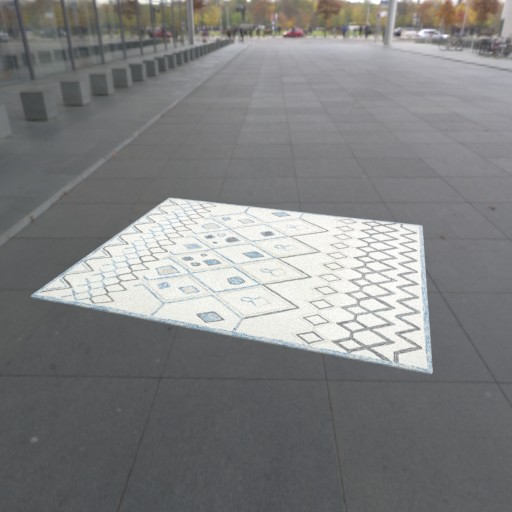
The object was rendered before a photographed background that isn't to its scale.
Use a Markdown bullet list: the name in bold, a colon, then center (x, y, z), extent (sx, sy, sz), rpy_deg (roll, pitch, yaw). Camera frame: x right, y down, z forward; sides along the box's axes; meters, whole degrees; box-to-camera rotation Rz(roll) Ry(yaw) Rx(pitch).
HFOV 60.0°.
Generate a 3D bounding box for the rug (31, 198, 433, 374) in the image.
- **rug**: center (0.000, 0.000, 4.204), extent (3.056, 0.013, 2.441), rpy_deg (8, 28, 15)
